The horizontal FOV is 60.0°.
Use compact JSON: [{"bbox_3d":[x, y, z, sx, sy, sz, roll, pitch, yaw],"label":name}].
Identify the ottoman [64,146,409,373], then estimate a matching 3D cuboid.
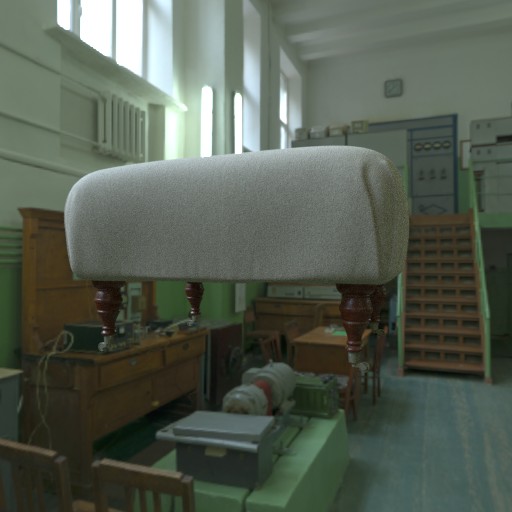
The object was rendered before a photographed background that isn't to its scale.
[{"bbox_3d":[0.000,0.000,1.147,0.746,0.450,0.639,0,-1,20],"label":"ottoman"}]
